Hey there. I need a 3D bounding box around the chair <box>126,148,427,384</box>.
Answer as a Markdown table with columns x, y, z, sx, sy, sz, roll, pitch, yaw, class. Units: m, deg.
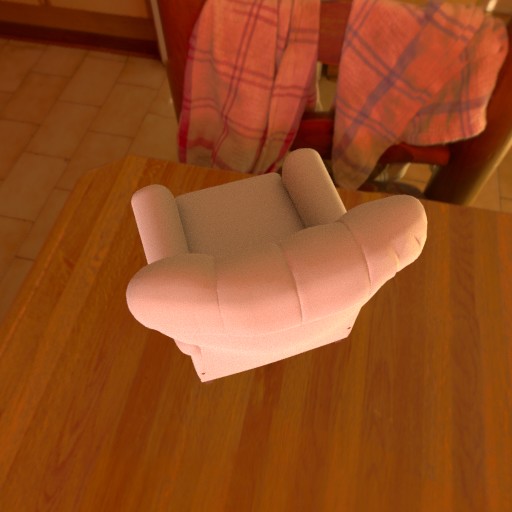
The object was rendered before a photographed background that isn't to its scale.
| x | y | z | sx | sy | sz | roll | pitch | yaw | class |
| --- | --- | --- | --- | --- | --- | --- | --- | --- | --- |
| 0.000 | 0.000 | 2.113 | 1.090 | 1.217 | 1.128 | -16 | 60 | -9 | chair |
